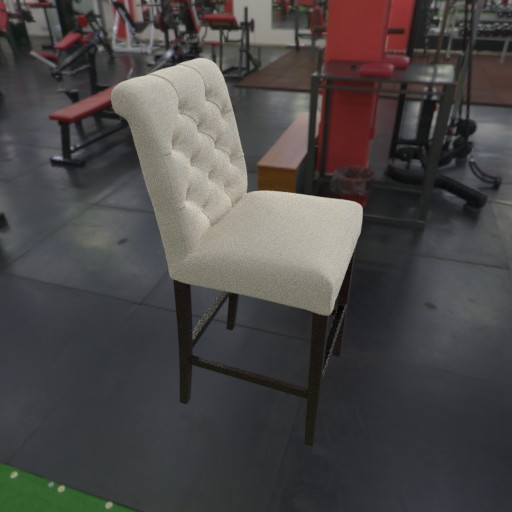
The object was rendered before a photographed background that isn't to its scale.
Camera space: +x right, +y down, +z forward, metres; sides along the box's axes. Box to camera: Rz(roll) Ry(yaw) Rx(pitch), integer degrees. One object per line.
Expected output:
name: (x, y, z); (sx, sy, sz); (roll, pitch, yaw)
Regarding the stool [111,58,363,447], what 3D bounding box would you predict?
stool: (0.000, 0.000, 1.448); (0.610, 1.118, 0.482); (12, 35, 17)
